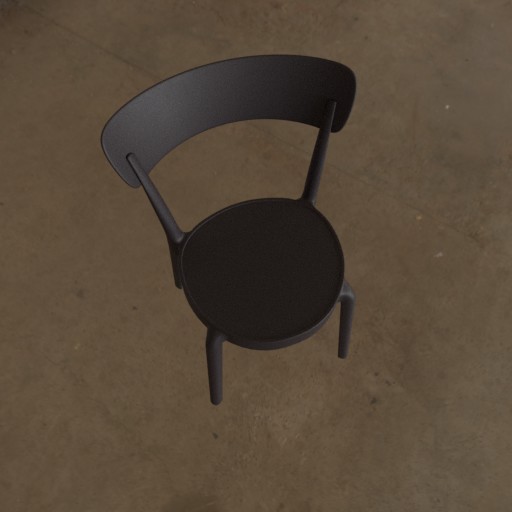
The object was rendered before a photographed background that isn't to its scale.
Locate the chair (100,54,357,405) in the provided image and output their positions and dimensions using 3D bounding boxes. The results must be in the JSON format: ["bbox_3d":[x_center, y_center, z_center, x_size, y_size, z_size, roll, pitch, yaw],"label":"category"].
[{"bbox_3d":[0.000,0.000,1.119,0.506,0.790,0.491,-18,64,-9],"label":"chair"}]
